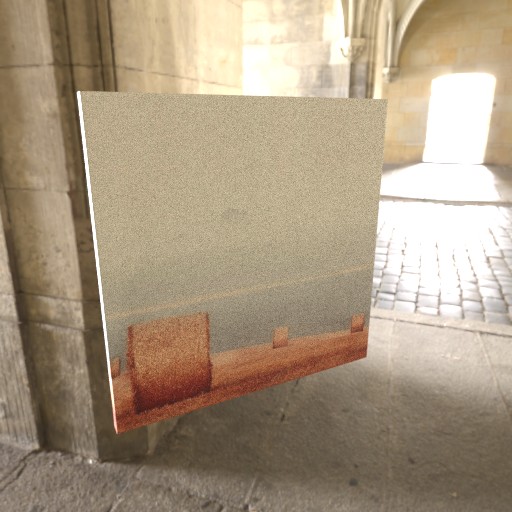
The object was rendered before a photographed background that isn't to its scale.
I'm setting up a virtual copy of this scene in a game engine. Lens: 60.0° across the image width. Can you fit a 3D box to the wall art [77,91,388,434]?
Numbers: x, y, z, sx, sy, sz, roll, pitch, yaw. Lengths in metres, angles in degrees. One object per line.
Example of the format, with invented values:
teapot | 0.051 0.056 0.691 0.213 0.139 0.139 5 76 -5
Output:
wall art | 0.000 0.000 1.119 0.760 0.760 0.042 -9 19 -26
